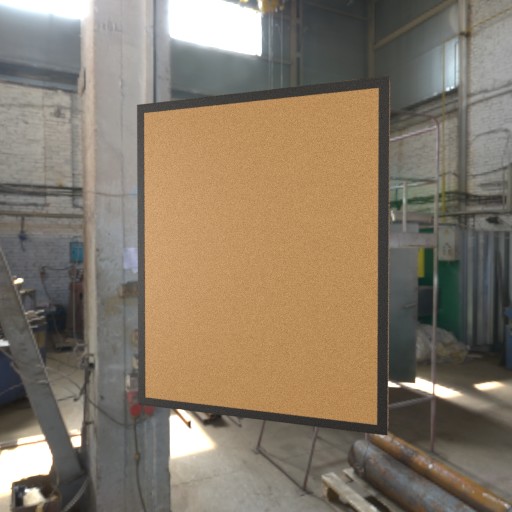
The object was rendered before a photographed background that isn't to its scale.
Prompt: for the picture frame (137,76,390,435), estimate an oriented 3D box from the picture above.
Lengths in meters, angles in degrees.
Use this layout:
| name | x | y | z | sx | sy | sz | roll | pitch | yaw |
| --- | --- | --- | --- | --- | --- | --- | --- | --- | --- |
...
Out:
| name | x | y | z | sx | sy | sz | roll | pitch | yaw |
| --- | --- | --- | --- | --- | --- | --- | --- | --- | --- |
| picture frame | 0.000 | 0.000 | 0.734 | 0.421 | 0.526 | 0.046 | 0 | 1 | 18 |
